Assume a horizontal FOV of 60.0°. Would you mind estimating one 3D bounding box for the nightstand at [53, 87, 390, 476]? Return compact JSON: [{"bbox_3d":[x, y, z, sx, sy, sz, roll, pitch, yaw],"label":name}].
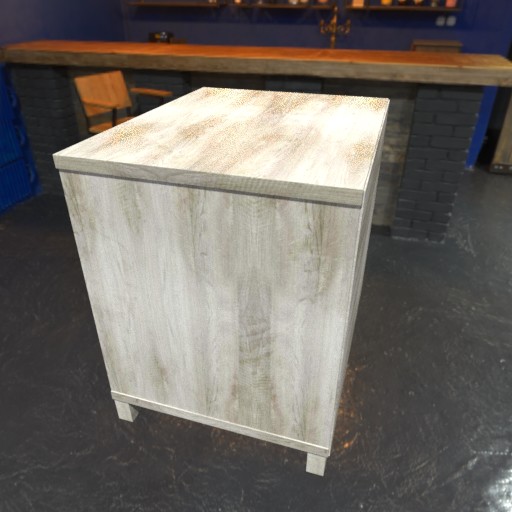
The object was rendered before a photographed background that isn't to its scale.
[{"bbox_3d":[0.000,0.000,0.744,0.347,0.448,0.427,9,32,15],"label":"nightstand"}]
